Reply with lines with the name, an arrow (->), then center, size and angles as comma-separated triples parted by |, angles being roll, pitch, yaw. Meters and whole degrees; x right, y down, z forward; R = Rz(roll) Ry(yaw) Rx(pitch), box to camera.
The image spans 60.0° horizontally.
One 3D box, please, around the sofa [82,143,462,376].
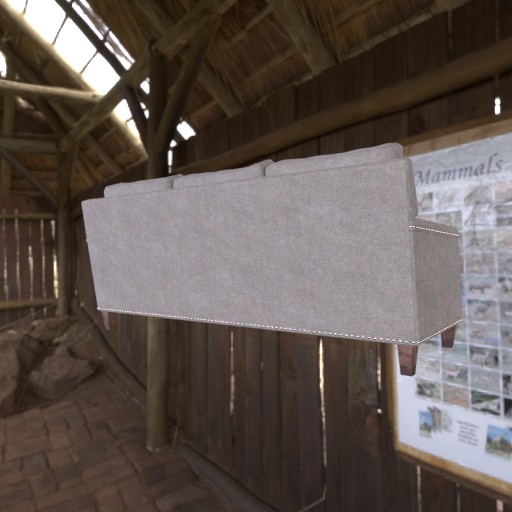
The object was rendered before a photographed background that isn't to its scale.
sofa -> 0.000, 0.000, 2.792 | 2.226, 1.042, 1.034 | 0, 0, 36
